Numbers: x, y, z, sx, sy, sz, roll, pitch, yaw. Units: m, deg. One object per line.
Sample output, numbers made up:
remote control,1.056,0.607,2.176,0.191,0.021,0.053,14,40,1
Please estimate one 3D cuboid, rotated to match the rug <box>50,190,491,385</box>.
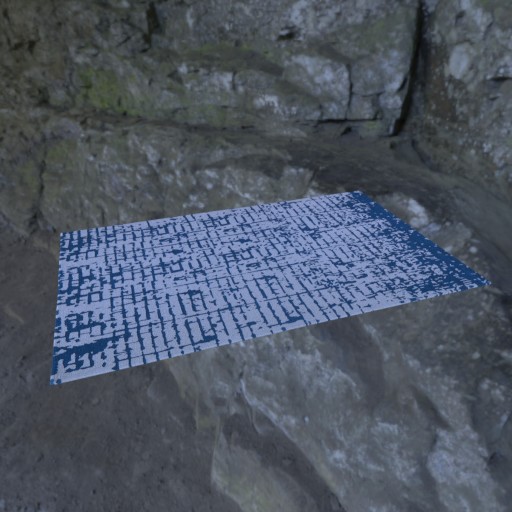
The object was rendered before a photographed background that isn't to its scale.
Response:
rug,0.000,0.000,2.902,2.435,0.011,1.517,-10,32,-16
